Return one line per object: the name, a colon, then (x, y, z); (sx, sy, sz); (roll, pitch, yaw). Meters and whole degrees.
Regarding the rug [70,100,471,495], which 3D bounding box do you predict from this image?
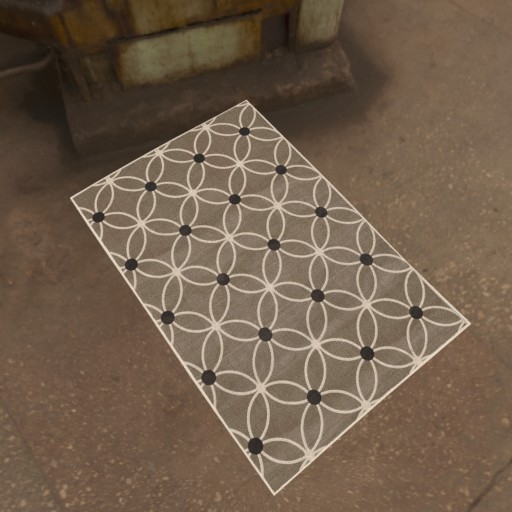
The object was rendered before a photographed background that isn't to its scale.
rug: (0.000, 0.000, 2.864); (1.522, 0.008, 2.284); (-34, 69, -15)
